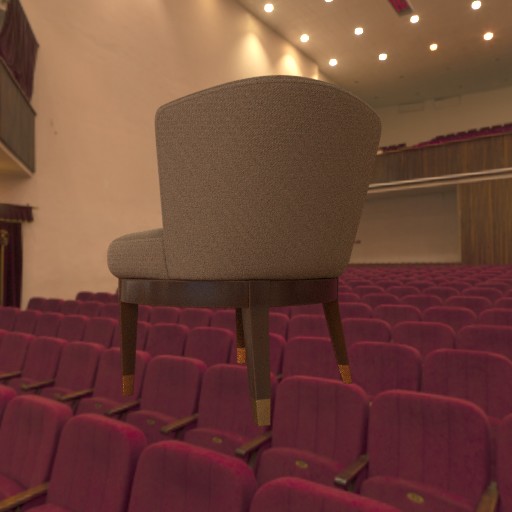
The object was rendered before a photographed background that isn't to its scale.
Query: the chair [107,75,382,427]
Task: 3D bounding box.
[{"bbox_3d":[0.000,0.000,1.265,0.660,0.760,0.700,-1,-2,36],"label":"chair"}]
